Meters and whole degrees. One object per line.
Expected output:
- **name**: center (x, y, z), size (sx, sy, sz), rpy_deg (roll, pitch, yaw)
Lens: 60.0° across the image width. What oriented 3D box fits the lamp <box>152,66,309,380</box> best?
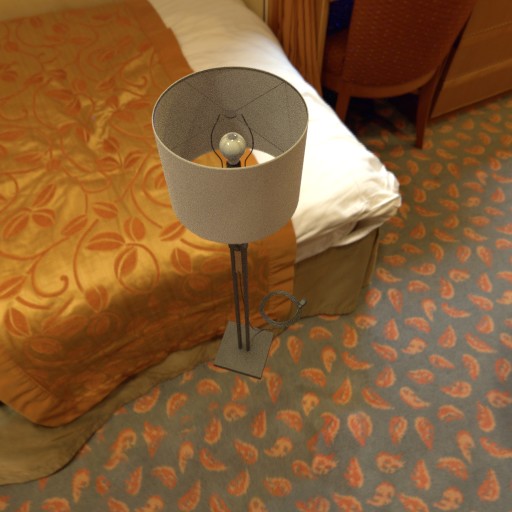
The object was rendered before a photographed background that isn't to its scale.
- **lamp**: center (0.000, 0.000, 1.893), size (0.474, 1.650, 0.639), rpy_deg (14, 57, 9)
